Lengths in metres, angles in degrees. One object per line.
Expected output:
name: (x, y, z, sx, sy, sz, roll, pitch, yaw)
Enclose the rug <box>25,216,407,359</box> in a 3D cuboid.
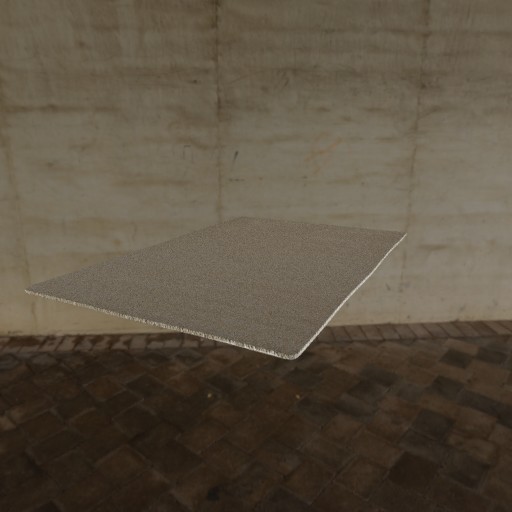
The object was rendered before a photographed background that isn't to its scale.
rug: (0.000, 0.000, 3.428, 1.798, 0.025, 2.698, 8, 18, 27)
